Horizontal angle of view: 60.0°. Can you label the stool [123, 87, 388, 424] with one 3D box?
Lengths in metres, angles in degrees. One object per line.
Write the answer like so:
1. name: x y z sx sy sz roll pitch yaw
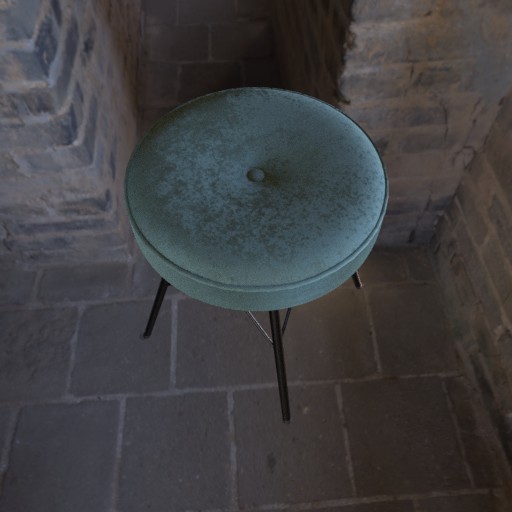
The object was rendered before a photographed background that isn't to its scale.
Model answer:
1. stool: 0.000 0.000 0.890 0.458 0.519 0.457 35 65 19
